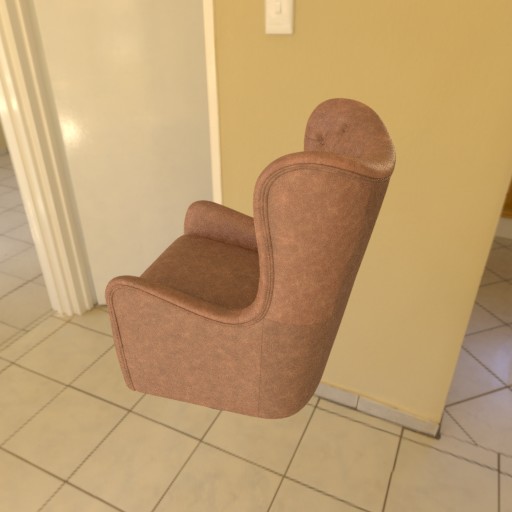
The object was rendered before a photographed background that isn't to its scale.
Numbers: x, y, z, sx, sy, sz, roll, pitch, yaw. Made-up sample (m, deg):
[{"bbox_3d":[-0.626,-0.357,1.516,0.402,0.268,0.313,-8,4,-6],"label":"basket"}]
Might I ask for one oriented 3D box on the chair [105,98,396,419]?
[{"bbox_3d":[0.000,0.000,1.737,0.930,1.079,0.831,8,30,14],"label":"chair"}]
